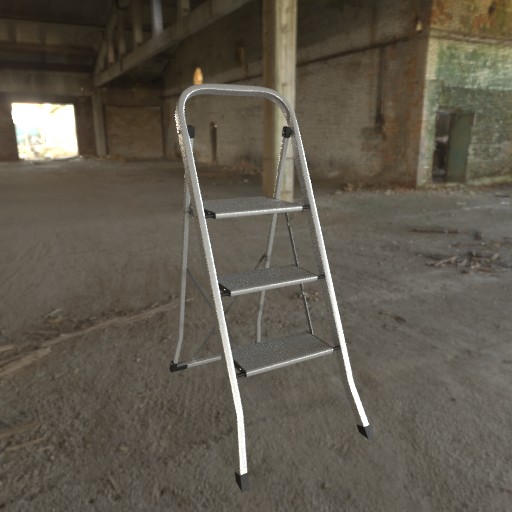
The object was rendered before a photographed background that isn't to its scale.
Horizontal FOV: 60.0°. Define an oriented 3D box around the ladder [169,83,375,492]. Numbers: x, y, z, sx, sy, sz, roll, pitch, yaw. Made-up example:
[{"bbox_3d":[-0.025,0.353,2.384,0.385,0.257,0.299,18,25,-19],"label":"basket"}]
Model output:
[{"bbox_3d":[0.000,0.000,1.438,0.465,1.070,0.704,-8,17,-27],"label":"ladder"}]
